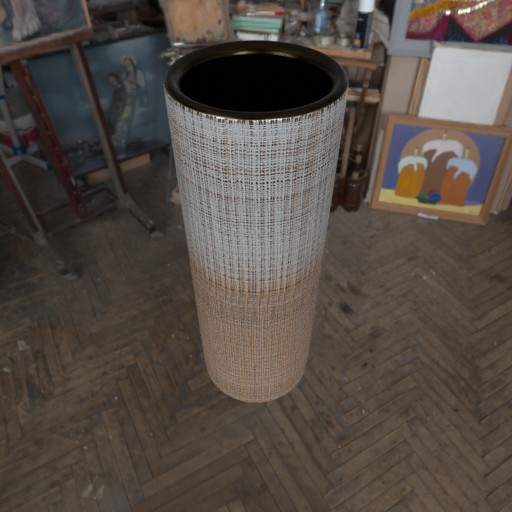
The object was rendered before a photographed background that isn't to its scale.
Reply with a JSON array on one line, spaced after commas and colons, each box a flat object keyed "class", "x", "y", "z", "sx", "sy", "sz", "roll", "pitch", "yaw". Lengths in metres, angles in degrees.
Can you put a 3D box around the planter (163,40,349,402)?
[{"class": "planter", "x": 0.000, "y": 0.000, "z": 0.335, "sx": 0.099, "sy": 0.278, "sz": 0.099, "roll": -17, "pitch": 47, "yaw": -16}]
